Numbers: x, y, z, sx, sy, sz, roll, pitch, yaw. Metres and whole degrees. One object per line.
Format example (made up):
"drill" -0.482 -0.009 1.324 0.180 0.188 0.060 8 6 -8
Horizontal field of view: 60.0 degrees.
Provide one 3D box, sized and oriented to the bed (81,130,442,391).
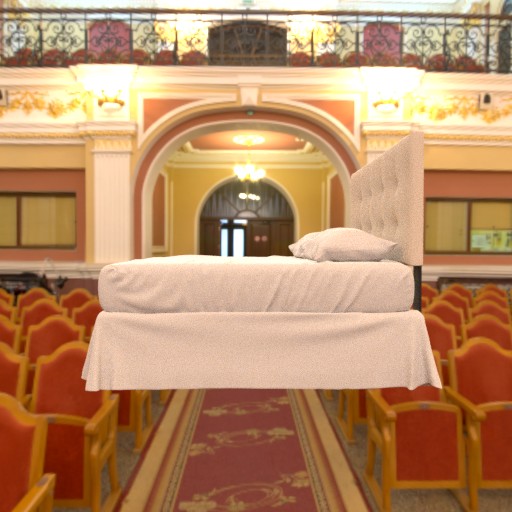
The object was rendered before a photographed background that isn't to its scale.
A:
"bed" 0.000 0.000 3.516 2.222 1.577 1.936 0 1 -1
